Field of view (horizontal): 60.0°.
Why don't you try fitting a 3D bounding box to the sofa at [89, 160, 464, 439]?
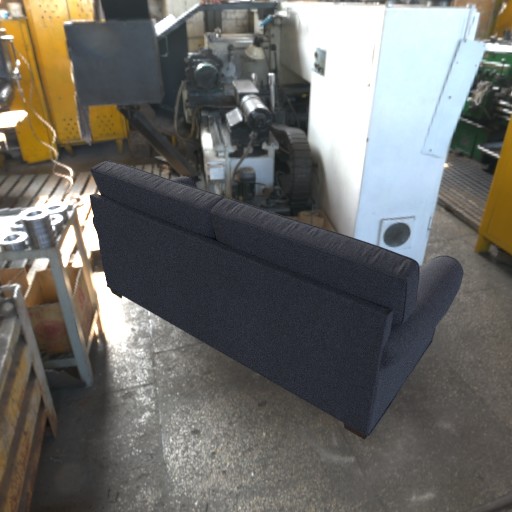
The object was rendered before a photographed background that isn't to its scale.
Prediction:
[{"bbox_3d":[0.000,0.000,2.914,2.391,1.026,0.954,22,37,32],"label":"sofa"}]
